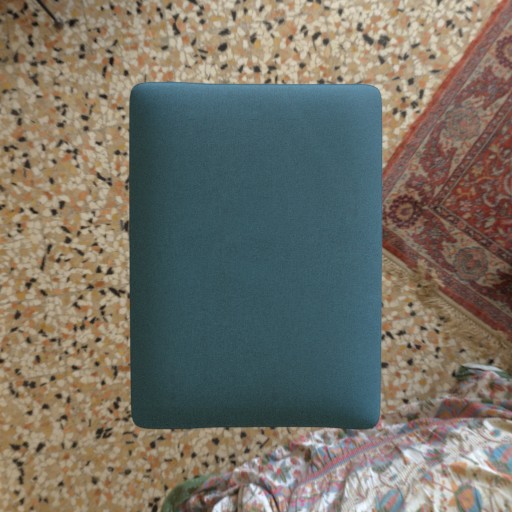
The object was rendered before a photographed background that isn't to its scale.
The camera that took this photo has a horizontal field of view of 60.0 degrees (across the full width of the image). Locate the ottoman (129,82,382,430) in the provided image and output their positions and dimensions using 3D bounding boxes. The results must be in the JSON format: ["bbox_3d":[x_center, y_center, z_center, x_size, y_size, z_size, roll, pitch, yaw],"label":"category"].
[{"bbox_3d":[0.000,0.000,1.090,0.549,0.428,0.749,0,91,0],"label":"ottoman"}]
